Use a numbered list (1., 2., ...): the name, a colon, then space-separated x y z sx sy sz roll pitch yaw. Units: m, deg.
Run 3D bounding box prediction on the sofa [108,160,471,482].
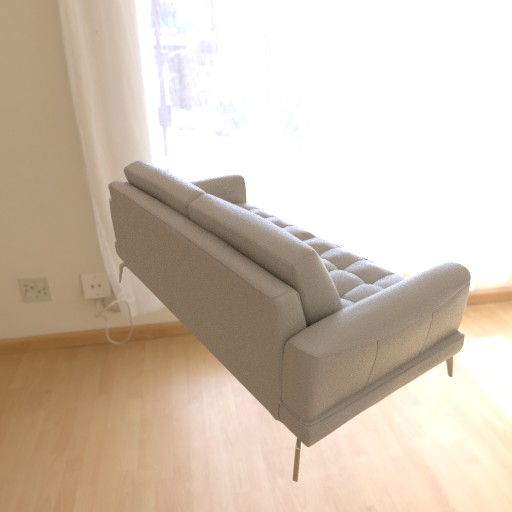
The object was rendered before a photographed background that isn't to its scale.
1. sofa: 0.000 0.000 2.662 1.121 0.930 2.177 -17 31 -31
